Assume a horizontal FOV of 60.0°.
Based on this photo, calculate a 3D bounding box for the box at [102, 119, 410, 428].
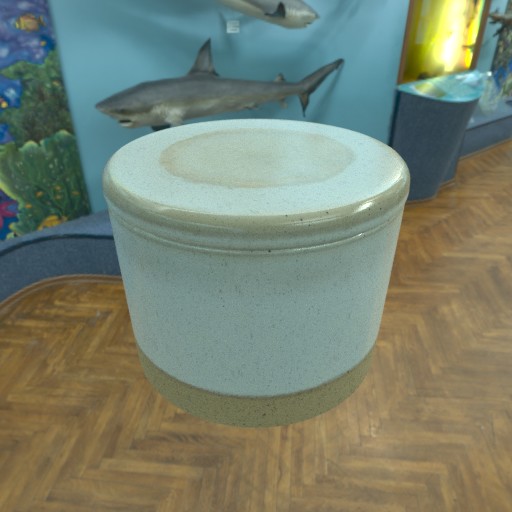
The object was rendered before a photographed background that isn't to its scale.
[{"bbox_3d":[0.000,0.000,0.259,0.154,0.123,0.154,0,31,0],"label":"box"}]
